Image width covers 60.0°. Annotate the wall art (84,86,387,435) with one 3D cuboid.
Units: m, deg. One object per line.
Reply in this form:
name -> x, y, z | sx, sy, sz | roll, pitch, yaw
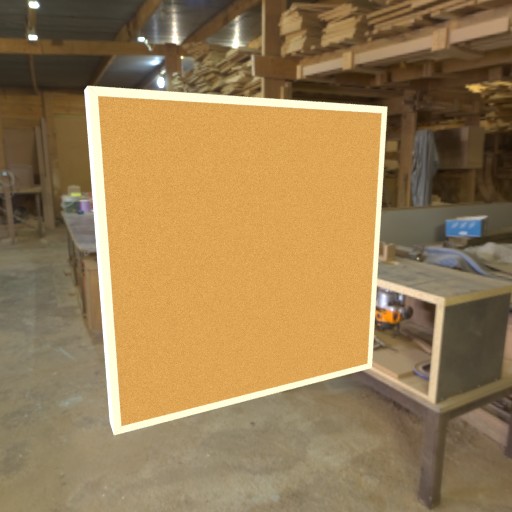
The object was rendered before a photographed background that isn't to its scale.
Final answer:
wall art -> 0.000, 0.000, 0.758 | 0.509, 0.509, 0.040 | -6, 13, -26
